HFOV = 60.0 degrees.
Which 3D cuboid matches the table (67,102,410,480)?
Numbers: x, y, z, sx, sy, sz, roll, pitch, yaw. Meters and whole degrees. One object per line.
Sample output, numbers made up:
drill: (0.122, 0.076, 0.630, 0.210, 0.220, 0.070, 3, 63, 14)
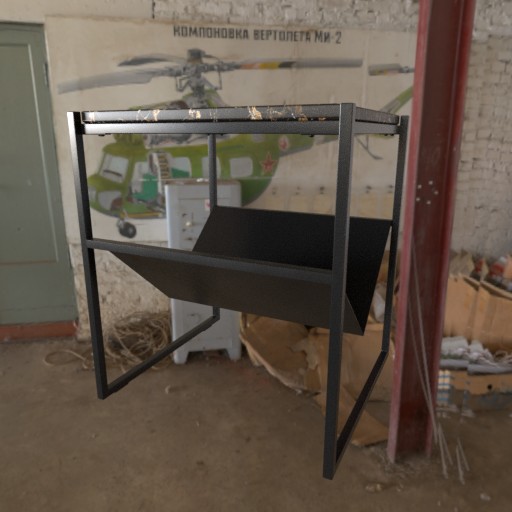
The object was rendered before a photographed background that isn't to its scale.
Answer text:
table: (0.000, 0.000, 0.871, 0.469, 0.534, 0.432, 8, 17, 26)
